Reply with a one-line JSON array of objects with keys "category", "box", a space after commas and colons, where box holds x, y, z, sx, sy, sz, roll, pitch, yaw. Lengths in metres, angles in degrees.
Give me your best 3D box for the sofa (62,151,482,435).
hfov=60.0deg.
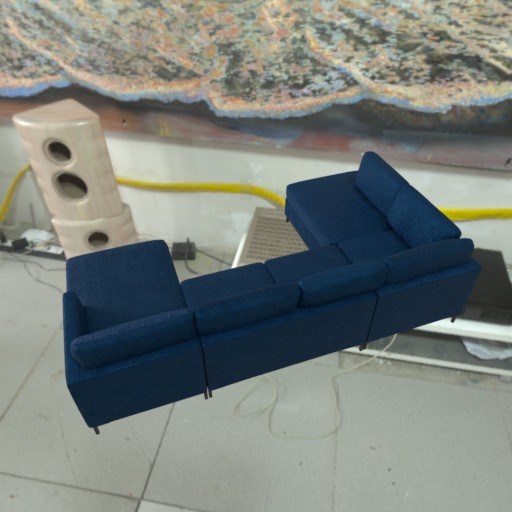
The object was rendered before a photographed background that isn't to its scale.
[{"category": "sofa", "box": [0.000, 0.000, 4.222, 3.434, 0.992, 2.055, -13, 44, -14]}]
